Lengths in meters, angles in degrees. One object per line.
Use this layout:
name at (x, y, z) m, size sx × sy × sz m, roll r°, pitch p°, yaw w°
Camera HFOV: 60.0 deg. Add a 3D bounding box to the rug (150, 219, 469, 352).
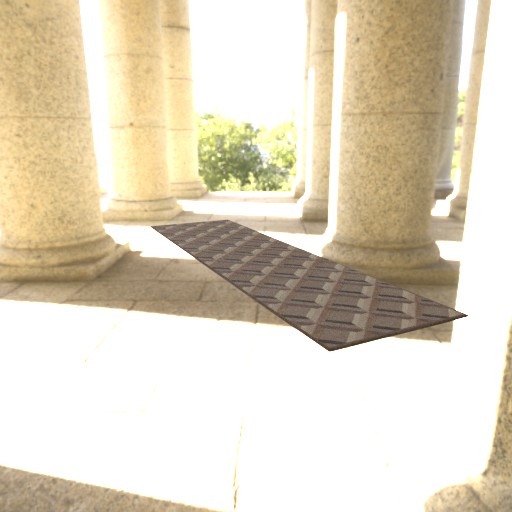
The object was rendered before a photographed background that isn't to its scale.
rug at (0.000, 0.000, 2.676) m, size 0.685 × 0.013 × 2.437 m, roll -7°, pitch 16°, yaw -26°
